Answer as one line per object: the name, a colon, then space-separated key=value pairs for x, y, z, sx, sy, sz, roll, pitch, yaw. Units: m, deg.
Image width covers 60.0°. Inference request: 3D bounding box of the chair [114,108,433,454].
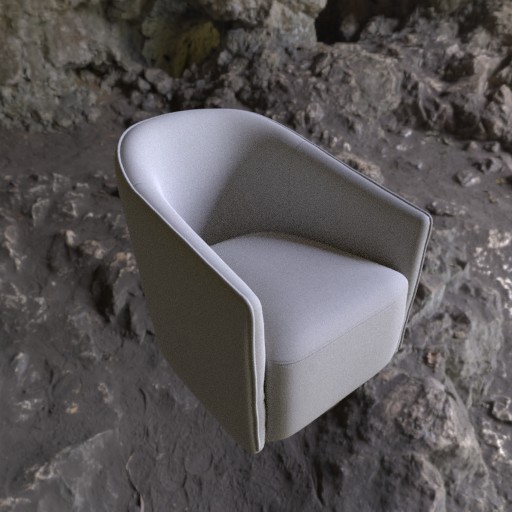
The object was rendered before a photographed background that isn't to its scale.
chair: x=0.000 y=0.000 z=1.466 sx=0.747 sy=0.799 sz=0.875 roll=-22 pitch=36 yaw=-33
